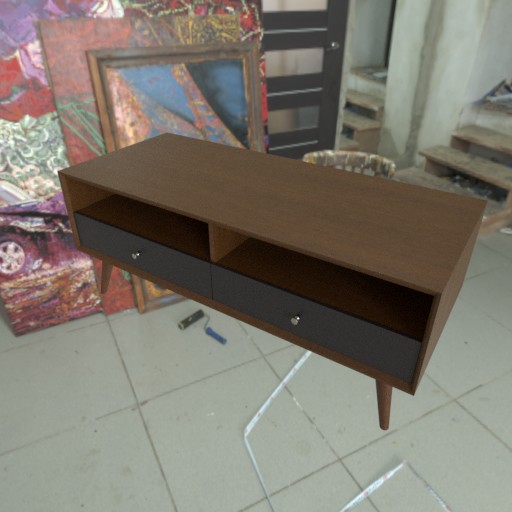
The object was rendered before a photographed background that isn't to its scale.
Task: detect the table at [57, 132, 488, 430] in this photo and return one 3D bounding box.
[{"bbox_3d":[0.000,0.000,1.359,1.119,0.464,0.490,19,36,28],"label":"table"}]
